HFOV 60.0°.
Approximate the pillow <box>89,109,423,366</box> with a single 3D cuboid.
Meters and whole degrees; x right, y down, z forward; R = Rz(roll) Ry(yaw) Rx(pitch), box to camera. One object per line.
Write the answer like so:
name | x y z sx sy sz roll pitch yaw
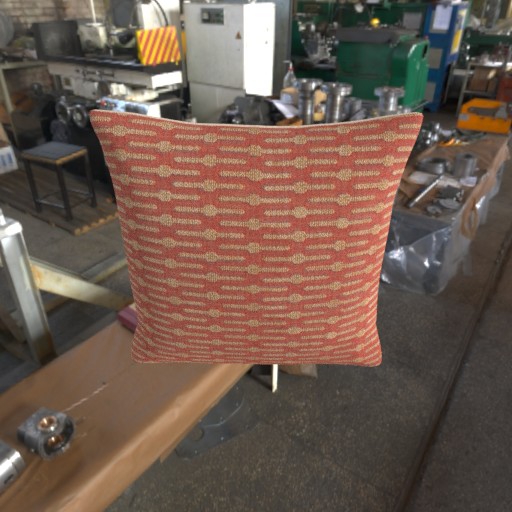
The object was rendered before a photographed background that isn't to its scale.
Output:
pillow | 0.000 0.000 0.791 0.511 0.503 0.182 1 30 1
